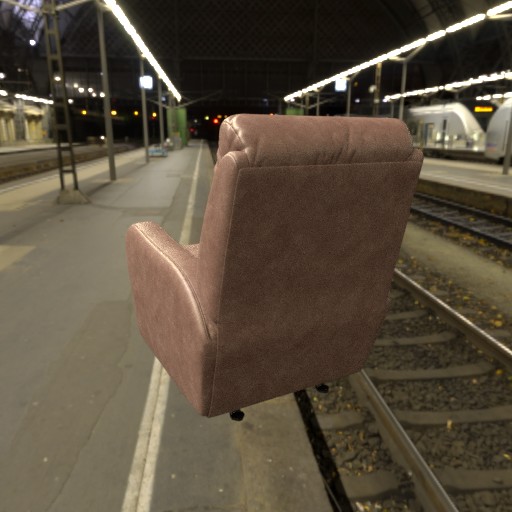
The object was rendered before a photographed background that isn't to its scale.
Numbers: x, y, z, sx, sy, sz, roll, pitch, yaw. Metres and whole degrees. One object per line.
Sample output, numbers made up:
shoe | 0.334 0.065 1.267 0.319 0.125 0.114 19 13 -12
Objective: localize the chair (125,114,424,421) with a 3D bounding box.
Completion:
chair | 0.000 0.000 1.804 0.865 1.067 1.067 -8 17 -27
